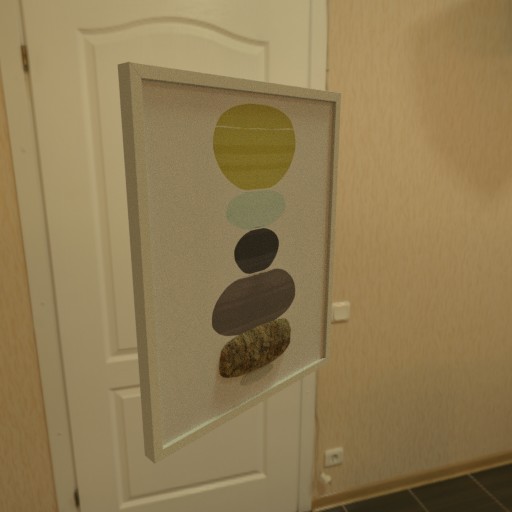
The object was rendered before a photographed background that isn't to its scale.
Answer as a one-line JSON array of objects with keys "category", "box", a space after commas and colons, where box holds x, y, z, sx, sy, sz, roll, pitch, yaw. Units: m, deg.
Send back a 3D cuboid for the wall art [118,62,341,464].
[{"category": "wall art", "box": [0.000, 0.000, 1.032, 0.055, 0.763, 0.611, 13, 19, 43]}]
